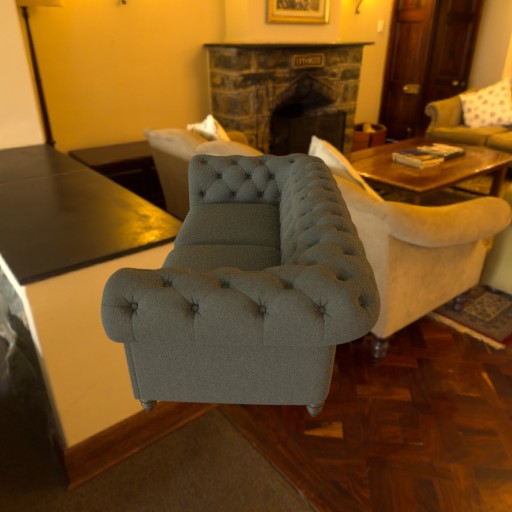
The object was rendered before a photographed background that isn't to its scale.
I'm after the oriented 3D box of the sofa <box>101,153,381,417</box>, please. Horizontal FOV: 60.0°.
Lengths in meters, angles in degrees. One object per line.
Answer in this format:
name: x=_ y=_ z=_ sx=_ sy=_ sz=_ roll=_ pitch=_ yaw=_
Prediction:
sofa: x=0.000 y=0.000 z=2.460 sx=0.986 sy=0.764 sz=1.998 roll=1 pitch=26 yaw=2
